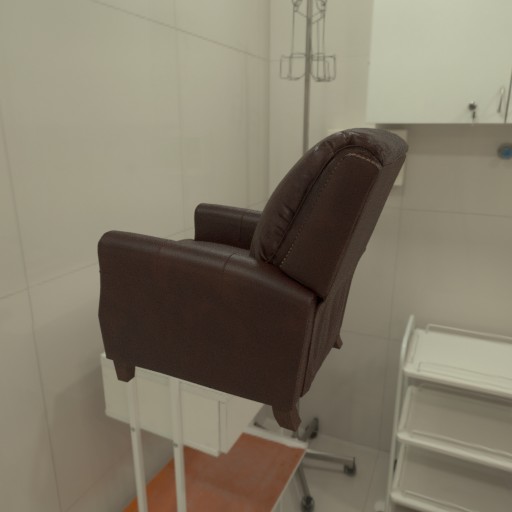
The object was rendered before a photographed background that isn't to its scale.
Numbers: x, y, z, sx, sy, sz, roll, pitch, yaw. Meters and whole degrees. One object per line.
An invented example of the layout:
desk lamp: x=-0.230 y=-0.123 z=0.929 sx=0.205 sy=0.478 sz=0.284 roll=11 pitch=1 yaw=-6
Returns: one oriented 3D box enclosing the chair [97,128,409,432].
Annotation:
chair: x=0.000 y=0.000 z=1.837 sx=1.089 sy=1.022 sz=0.826 roll=7 pitch=18 yaw=23
